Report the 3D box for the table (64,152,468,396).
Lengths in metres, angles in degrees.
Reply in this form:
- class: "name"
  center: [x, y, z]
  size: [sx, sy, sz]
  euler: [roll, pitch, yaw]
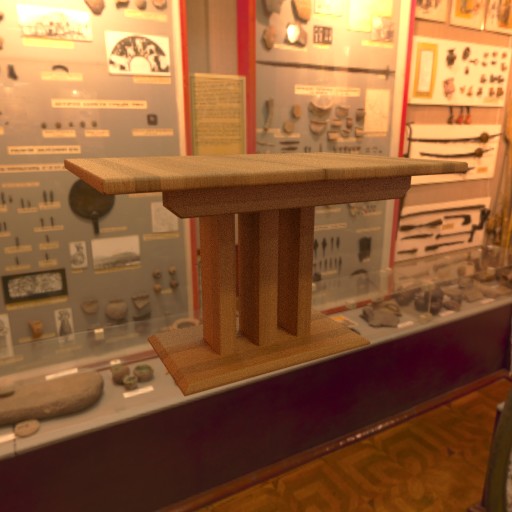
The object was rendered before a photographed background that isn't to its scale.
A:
- class: "table"
  center: [0.000, 0.000, 1.822]
  size: [1.300, 0.770, 0.900]
  euler: [-8, 18, -27]
